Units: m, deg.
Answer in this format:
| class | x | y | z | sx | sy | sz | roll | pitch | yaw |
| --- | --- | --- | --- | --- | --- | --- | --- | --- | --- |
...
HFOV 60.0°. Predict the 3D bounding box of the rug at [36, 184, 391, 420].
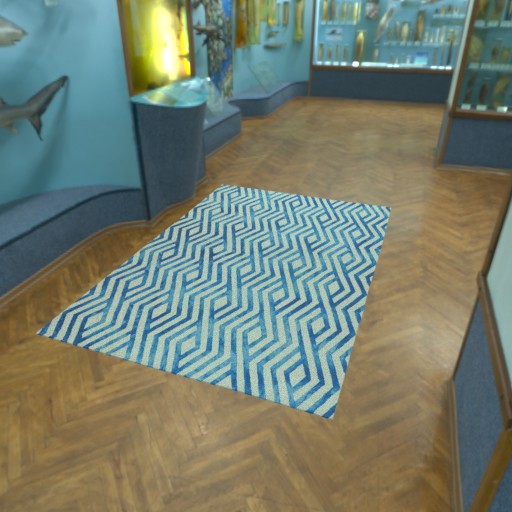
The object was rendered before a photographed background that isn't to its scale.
| class | x | y | z | sx | sy | sz | roll | pitch | yaw |
| --- | --- | --- | --- | --- | --- | --- | --- | --- | --- |
| rug | 0.000 | 0.000 | 2.358 | 1.225 | 0.008 | 1.830 | 10 | 31 | 18 |
